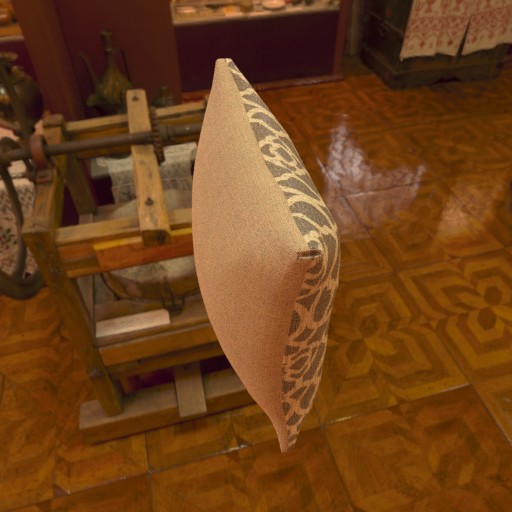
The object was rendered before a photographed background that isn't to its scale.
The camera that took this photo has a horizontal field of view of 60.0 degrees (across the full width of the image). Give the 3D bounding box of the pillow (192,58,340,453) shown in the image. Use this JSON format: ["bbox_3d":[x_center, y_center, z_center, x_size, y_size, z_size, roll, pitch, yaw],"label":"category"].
[{"bbox_3d":[0.000,0.000,0.786,0.215,0.498,0.508,-9,46,-9],"label":"pillow"}]
